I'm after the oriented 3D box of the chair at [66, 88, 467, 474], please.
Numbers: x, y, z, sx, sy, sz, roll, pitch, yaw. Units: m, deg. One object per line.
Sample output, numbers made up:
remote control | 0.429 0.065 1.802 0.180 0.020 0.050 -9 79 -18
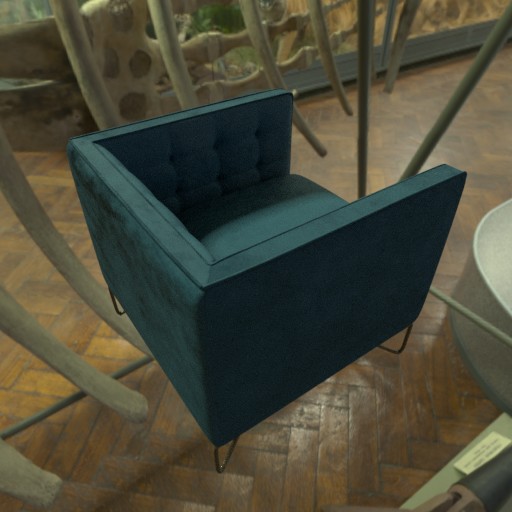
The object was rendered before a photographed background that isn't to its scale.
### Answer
chair | 0.000 0.000 1.552 0.894 0.790 0.880 -24 45 -26
